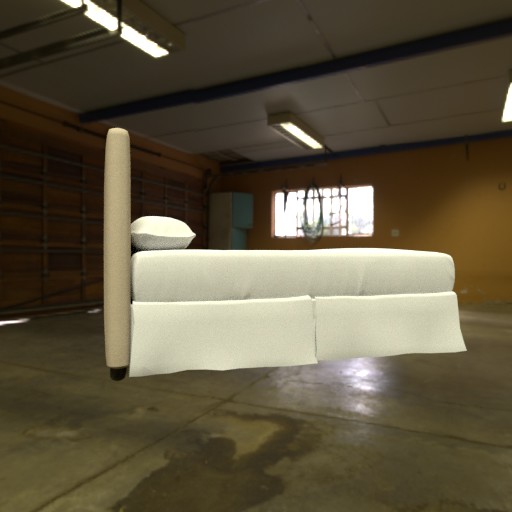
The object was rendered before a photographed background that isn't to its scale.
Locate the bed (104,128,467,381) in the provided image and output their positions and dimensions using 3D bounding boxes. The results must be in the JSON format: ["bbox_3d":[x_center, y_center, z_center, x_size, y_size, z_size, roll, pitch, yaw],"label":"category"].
[{"bbox_3d":[0.000,0.000,3.571,2.319,1.317,2.119,0,0,-19],"label":"bed"}]
